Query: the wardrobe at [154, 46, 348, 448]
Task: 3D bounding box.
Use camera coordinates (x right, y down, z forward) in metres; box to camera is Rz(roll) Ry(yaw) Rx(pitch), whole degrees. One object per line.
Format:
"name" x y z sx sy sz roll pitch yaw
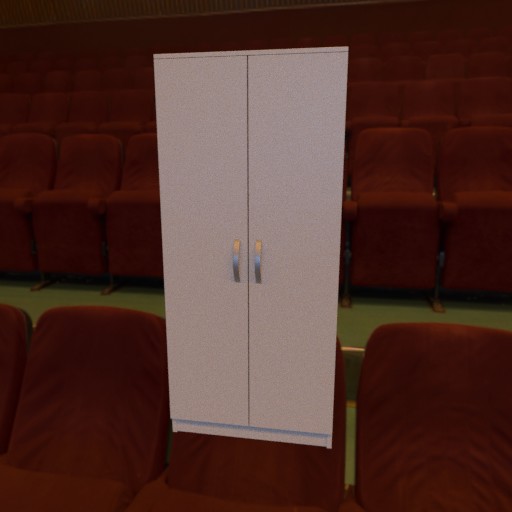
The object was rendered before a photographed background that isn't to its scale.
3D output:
"wardrobe" 0.000 0.000 2.074 0.760 1.700 0.470 2 13 9
